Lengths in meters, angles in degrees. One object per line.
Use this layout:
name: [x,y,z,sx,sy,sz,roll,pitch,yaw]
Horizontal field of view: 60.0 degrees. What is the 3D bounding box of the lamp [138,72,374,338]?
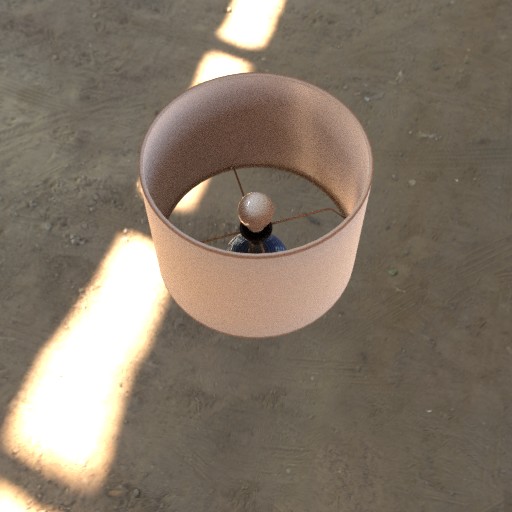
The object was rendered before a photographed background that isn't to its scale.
lamp: [0.000,0.000,0.875,0.367,0.609,0.367,0,63,0]
